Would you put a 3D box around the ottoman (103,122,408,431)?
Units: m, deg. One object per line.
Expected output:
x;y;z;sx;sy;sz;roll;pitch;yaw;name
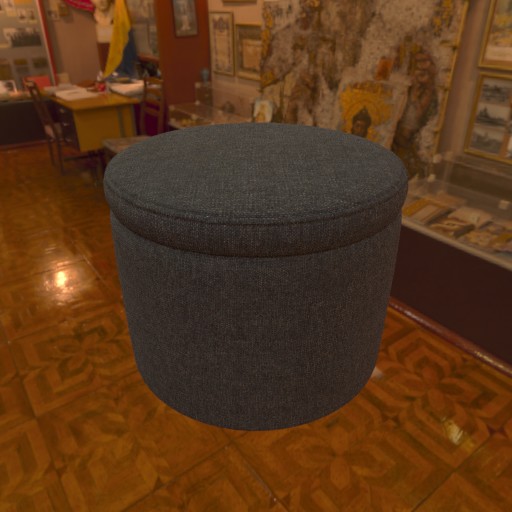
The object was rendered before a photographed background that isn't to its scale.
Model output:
0.000;0.000;0.871;0.520;0.430;0.520;0;30;0;ottoman
